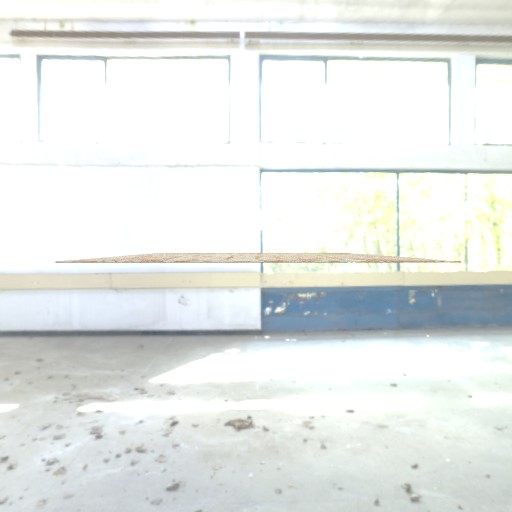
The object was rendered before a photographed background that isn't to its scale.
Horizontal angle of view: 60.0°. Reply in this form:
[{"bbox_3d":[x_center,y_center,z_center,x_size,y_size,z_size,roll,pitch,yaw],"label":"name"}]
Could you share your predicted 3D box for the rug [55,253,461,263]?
[{"bbox_3d":[0.000,0.000,4.172,2.441,0.011,3.050,0,1,-1],"label":"rug"}]
